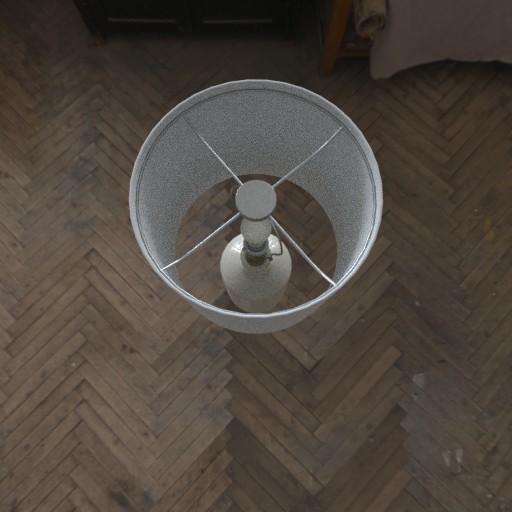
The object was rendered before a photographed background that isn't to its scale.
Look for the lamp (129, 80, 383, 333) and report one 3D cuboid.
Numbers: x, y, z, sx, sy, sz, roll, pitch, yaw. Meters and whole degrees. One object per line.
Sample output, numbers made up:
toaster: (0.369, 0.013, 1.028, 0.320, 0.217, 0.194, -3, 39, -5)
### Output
lamp: (0.000, 0.000, 0.584, 0.207, 0.461, 0.207, -39, 80, -8)
